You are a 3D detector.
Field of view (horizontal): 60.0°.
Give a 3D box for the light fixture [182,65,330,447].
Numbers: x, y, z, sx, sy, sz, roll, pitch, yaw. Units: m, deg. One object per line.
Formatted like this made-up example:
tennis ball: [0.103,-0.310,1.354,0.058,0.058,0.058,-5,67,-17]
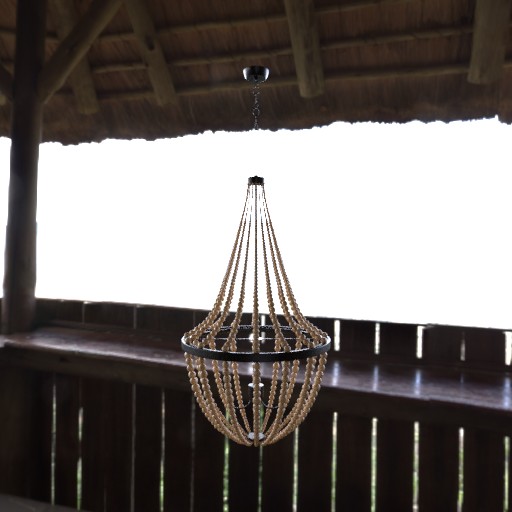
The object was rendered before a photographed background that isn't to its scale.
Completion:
light fixture: [0.000,0.000,1.359,0.450,1.133,0.450,0,0,0]
